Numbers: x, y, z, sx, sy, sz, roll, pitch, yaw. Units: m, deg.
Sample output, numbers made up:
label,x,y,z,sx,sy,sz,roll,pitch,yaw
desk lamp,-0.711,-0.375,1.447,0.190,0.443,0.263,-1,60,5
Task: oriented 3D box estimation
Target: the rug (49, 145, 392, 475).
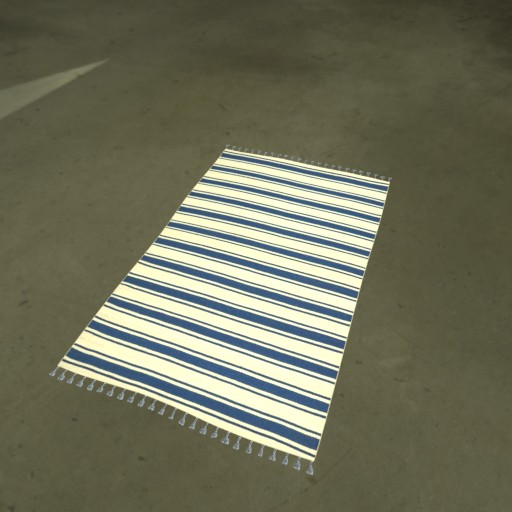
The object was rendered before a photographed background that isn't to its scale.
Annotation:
label,x,y,z,sx,sy,sz,roll,pitch,yaw
rug,0.000,0.000,2.559,1.248,0.009,2.108,15,48,14
